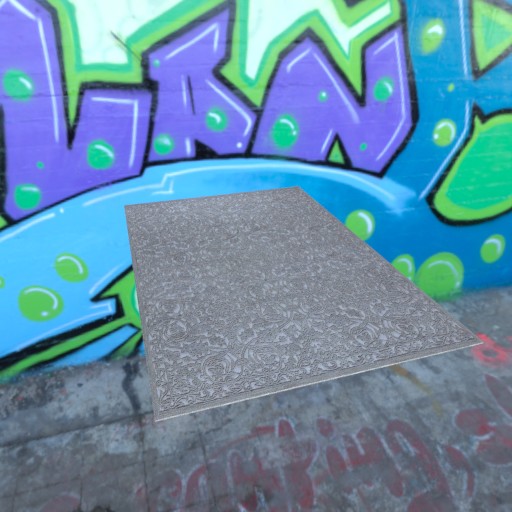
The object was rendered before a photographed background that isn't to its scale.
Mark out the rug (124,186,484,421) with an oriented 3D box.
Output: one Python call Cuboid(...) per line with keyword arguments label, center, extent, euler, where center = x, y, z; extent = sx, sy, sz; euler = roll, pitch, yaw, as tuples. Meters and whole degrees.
Cuboid(label="rug", center=(0.000, 0.000, 2.274), extent=(1.221, 0.006, 1.827), euler=(-9, 30, -15))
